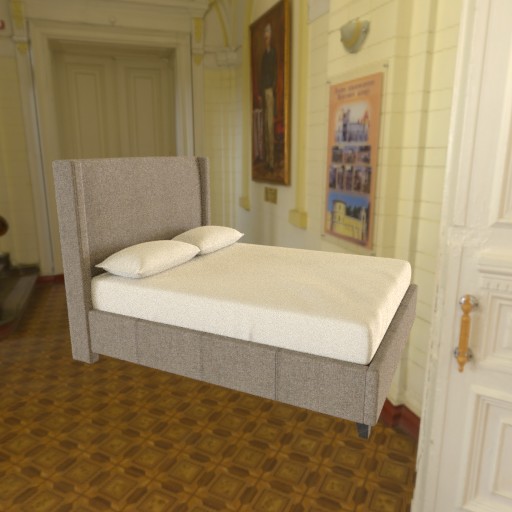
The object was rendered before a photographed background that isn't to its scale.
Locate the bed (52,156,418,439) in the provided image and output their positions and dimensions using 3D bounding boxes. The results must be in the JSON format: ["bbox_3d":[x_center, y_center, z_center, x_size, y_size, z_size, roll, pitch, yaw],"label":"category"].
[{"bbox_3d":[0.000,0.000,3.432,2.245,1.481,1.714,7,15,25],"label":"bed"}]
